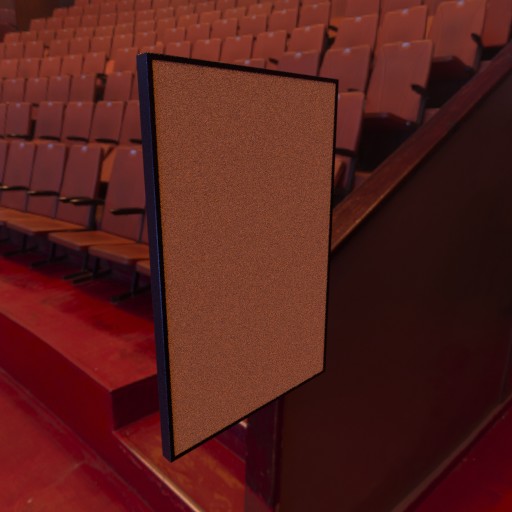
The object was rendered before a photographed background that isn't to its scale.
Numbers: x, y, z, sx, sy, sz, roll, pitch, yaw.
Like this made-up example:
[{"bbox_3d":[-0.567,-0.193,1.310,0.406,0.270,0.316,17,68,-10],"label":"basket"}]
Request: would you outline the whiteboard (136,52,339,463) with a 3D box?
[{"bbox_3d":[0.000,0.000,0.778,0.406,0.611,0.026,-14,21,-42],"label":"whiteboard"}]
